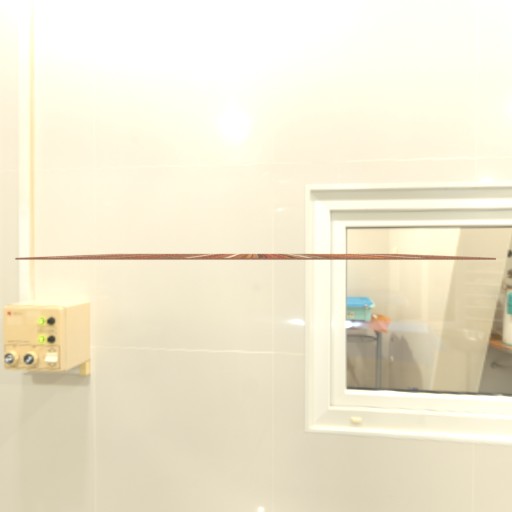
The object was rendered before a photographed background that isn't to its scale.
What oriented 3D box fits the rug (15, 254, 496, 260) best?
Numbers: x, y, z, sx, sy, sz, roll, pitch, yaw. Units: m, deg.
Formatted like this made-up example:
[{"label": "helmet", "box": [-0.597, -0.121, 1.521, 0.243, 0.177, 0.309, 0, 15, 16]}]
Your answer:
[{"label": "rug", "box": [0.000, 0.000, 2.289, 1.828, 0.007, 1.217, 0, 1, 1]}]
